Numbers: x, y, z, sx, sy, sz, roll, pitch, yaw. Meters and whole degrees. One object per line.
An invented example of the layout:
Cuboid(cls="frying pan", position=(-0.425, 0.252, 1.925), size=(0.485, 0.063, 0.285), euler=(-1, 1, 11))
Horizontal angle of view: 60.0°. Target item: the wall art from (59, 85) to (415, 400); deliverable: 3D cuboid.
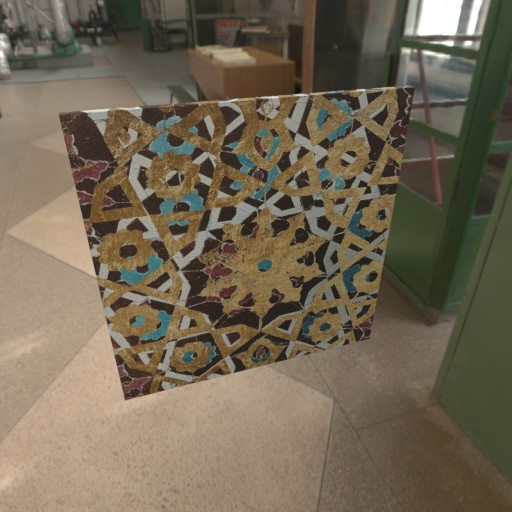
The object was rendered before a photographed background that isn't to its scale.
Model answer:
Cuboid(cls="wall art", position=(0.000, 0.000, 0.593), size=(0.404, 0.406, 0.010), euler=(-10, 33, -16))
